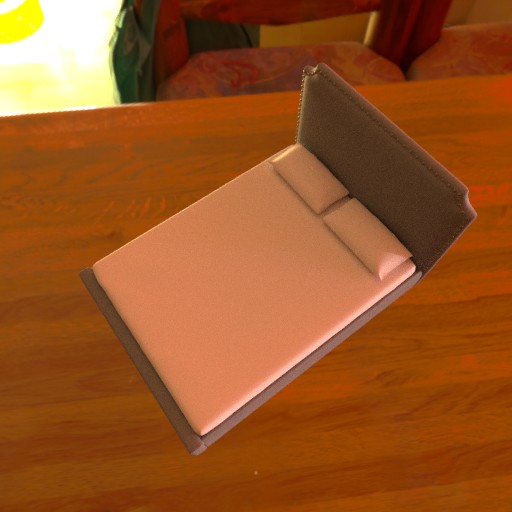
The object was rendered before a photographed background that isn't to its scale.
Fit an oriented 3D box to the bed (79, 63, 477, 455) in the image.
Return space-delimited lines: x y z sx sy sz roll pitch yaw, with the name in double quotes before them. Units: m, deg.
"bed" 0.000 0.000 3.381 2.372 1.443 1.712 -34 69 -15
